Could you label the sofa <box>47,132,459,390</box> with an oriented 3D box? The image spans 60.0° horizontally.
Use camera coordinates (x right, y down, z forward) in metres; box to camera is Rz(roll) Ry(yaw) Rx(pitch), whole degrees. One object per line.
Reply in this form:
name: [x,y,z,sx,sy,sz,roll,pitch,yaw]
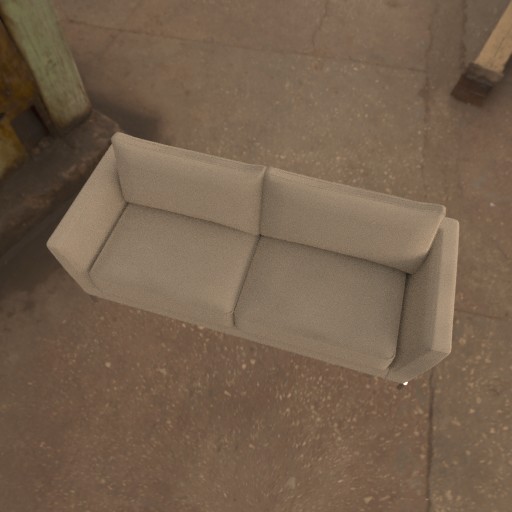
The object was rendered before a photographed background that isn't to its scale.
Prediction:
sofa: [0.000,0.000,2.712,2.214,1.005,0.868,14,59,9]
